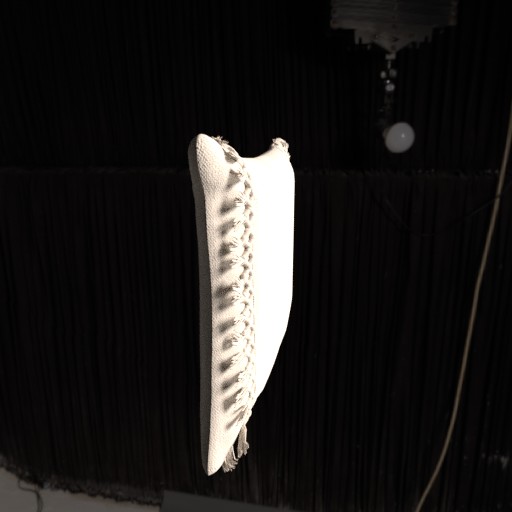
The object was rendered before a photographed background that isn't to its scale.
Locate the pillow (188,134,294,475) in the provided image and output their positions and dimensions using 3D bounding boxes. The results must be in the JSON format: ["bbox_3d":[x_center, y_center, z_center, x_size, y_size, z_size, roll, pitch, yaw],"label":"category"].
[{"bbox_3d":[0.000,0.000,0.582,0.084,0.305,0.466,3,15,10],"label":"pillow"}]
